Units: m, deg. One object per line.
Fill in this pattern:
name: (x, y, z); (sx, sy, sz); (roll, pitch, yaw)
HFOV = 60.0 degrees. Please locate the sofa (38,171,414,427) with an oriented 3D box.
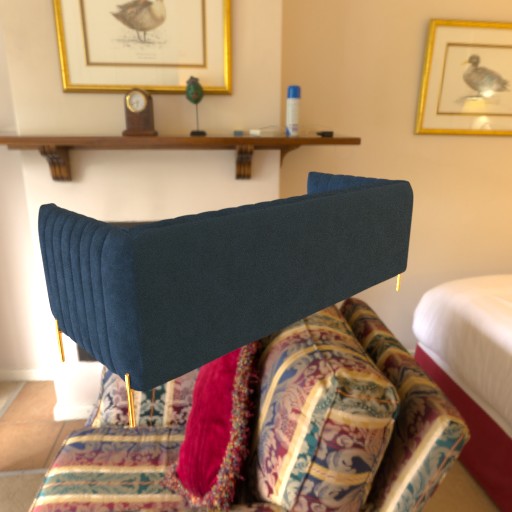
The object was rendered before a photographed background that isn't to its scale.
sofa: (0.000, 0.000, 2.589); (2.136, 0.793, 0.896); (-16, 23, -42)
